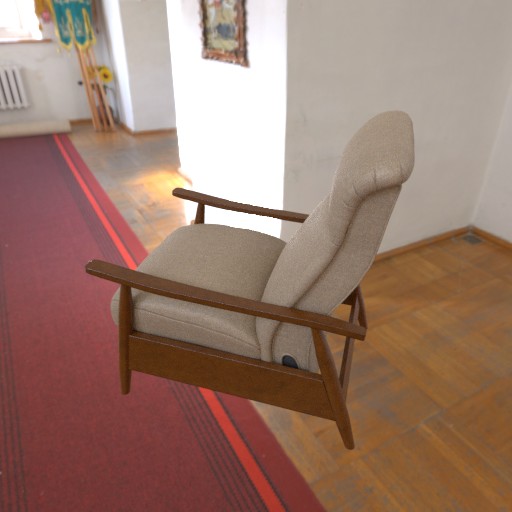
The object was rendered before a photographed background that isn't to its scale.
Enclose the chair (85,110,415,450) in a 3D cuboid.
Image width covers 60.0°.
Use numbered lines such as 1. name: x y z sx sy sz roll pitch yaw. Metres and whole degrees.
1. chair: 0.000 0.000 1.766 1.030 1.082 0.762 8 32 14
